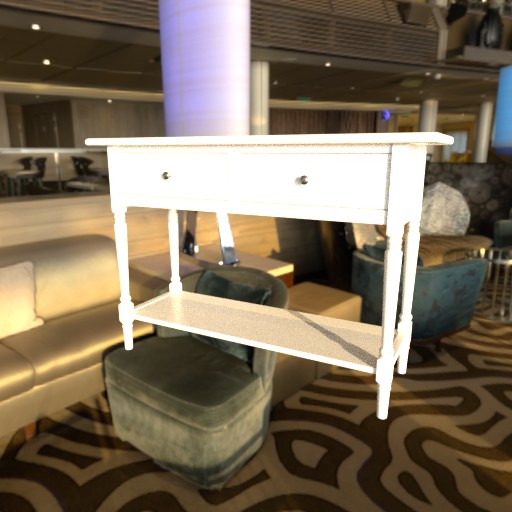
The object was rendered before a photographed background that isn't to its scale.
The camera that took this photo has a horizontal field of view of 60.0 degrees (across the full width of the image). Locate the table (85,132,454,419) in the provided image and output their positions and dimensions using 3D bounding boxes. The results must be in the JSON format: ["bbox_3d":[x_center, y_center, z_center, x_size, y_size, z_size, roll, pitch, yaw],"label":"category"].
[{"bbox_3d":[0.000,0.000,1.578,1.191,0.814,0.386,7,15,27],"label":"table"}]
